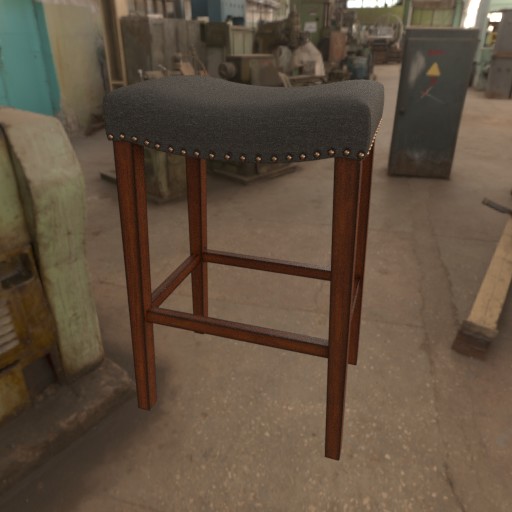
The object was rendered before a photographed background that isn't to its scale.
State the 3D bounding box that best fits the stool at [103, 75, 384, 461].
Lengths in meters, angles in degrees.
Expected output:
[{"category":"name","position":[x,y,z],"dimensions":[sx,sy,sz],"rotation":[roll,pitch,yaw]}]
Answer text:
[{"category":"stool","position":[0.000,0.000,1.027],"dimensions":[0.502,0.760,0.366],"rotation":[8,28,16]}]
